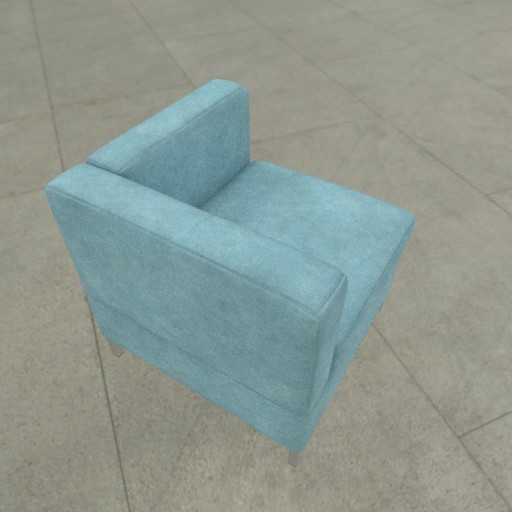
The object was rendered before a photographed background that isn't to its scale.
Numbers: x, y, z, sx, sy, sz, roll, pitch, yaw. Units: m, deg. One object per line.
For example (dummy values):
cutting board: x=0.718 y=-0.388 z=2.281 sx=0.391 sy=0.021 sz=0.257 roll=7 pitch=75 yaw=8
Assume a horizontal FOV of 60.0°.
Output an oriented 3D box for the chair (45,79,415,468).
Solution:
chair: x=0.000 y=0.000 z=1.231 sx=0.691 sy=0.660 sz=0.684 roll=24 pitch=49 yaw=22
